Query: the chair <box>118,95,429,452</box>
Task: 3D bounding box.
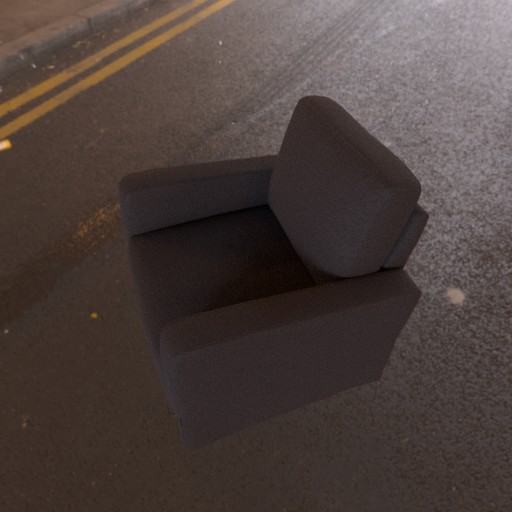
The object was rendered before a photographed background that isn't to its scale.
[{"bbox_3d":[0.000,0.000,1.528,0.863,0.855,0.798,-16,49,-14],"label":"chair"}]
